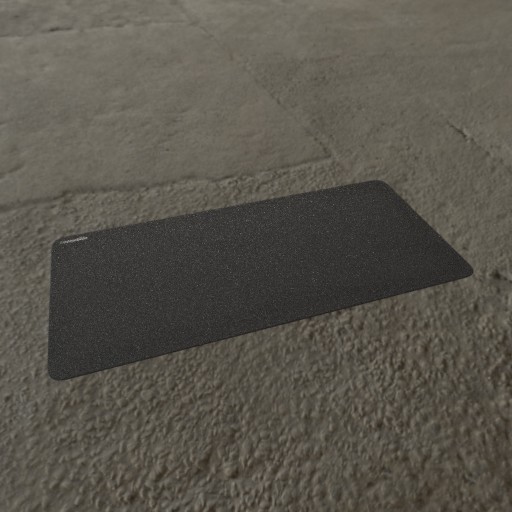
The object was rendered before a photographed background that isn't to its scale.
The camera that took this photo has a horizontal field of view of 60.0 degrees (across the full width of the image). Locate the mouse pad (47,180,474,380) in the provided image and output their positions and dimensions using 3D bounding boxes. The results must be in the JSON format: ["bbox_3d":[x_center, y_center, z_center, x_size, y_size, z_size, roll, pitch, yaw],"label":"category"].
[{"bbox_3d":[0.000,0.000,1.032,0.907,0.003,0.424,-12,43,-13],"label":"mouse pad"}]
